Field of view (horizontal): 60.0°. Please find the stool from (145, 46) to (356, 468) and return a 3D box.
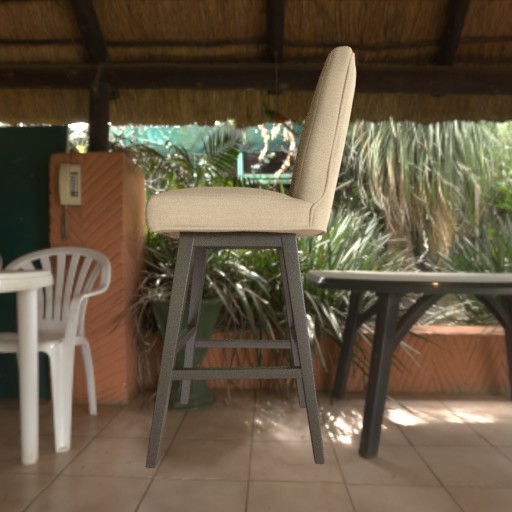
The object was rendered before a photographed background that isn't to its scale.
[{"bbox_3d":[0.000,0.000,1.382,0.574,1.086,0.514,0,0,0],"label":"stool"}]
